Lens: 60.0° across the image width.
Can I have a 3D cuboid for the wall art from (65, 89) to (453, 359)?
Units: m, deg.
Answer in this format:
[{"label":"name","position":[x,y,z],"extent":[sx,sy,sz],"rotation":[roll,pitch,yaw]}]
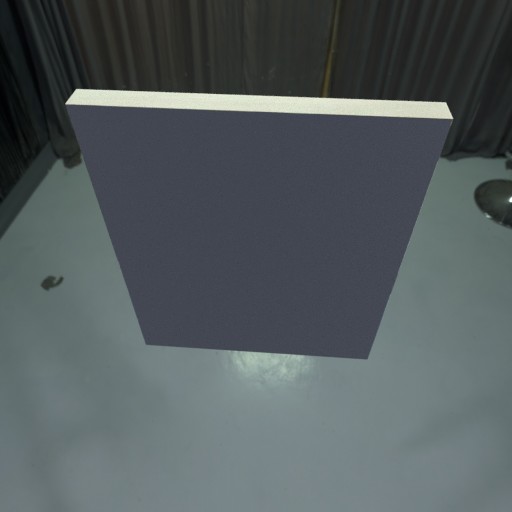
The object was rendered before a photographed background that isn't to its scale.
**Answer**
[{"label":"wall art","position":[0.000,0.000,0.694],"extent":[0.435,0.511,0.037],"rotation":[3,47,3]}]
